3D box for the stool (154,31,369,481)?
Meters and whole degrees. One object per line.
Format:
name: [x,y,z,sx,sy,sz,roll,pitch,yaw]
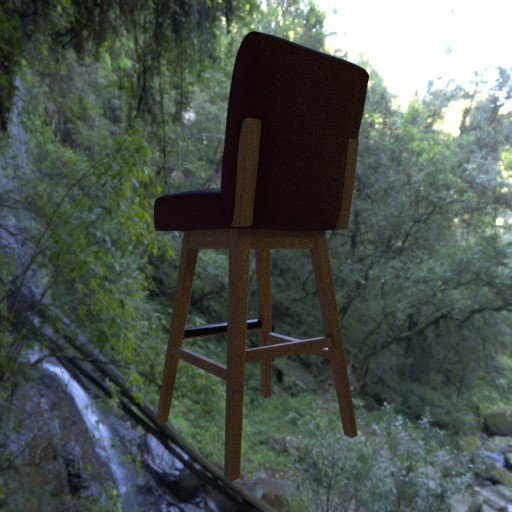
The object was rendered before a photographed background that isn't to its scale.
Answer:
stool: [0.000,0.000,1.376,0.468,1.093,0.562,-1,2,-35]
